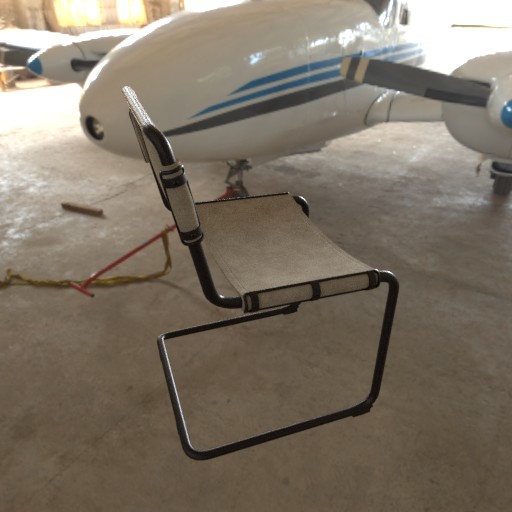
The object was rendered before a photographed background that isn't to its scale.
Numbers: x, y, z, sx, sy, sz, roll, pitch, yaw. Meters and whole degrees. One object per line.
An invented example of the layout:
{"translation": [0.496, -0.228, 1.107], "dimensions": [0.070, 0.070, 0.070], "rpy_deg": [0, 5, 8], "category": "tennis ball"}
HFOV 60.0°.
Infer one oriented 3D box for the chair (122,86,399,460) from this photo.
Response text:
{"translation": [0.000, 0.000, 1.072], "dimensions": [0.497, 0.747, 0.499], "rpy_deg": [-10, 31, -17], "category": "chair"}
